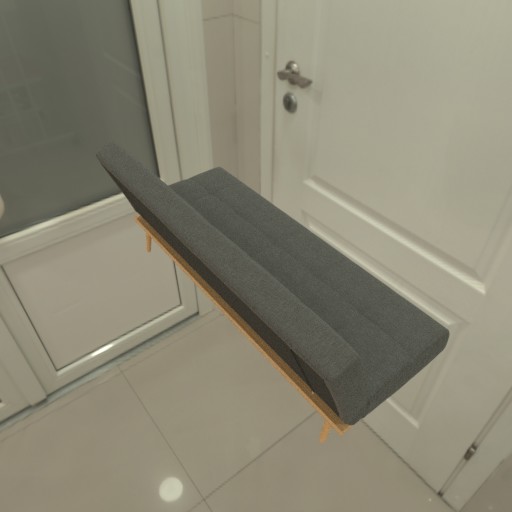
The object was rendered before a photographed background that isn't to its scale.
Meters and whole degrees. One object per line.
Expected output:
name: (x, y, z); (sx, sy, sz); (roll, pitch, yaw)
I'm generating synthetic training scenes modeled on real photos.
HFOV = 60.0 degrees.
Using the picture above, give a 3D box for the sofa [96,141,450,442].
sofa: (0.000, 0.000, 2.274); (0.820, 0.770, 1.820); (-28, 49, -27)
